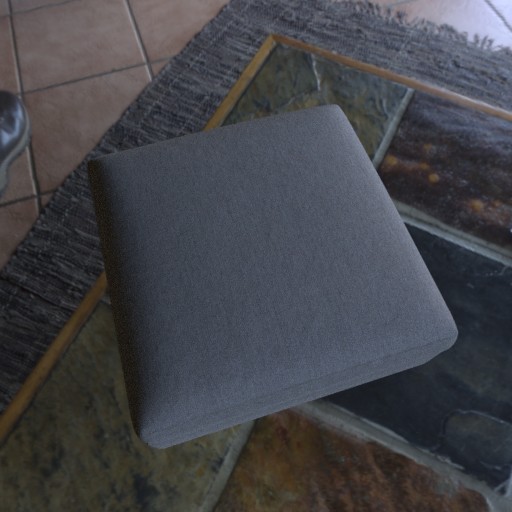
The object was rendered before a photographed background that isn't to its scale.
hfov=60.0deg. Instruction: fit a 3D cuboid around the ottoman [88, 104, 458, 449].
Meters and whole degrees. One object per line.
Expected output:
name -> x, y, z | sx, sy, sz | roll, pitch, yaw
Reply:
ottoman -> 0.000, 0.000, 1.612 | 1.041, 0.470, 1.041 | -15, 65, -8
